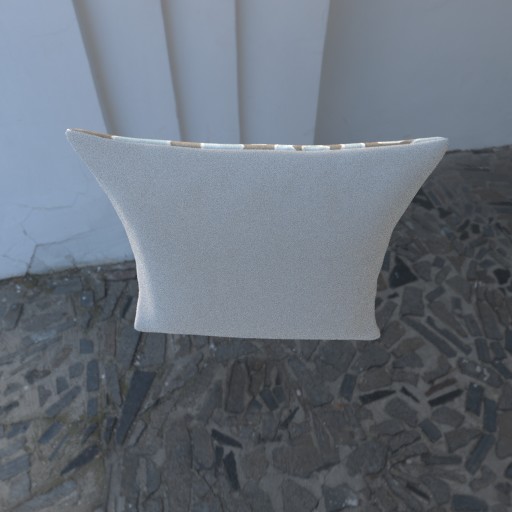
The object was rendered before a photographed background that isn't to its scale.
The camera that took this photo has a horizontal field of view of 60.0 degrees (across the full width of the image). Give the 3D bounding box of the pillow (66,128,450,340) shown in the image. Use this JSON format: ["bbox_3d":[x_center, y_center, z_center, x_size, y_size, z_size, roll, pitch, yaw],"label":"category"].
[{"bbox_3d":[0.000,0.000,0.817,0.552,0.508,0.166,2,46,2],"label":"pillow"}]
